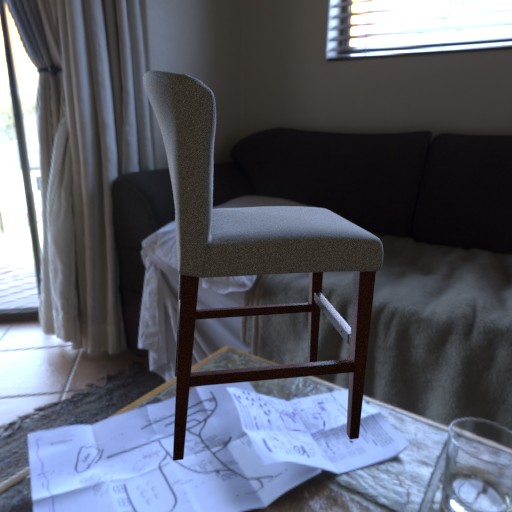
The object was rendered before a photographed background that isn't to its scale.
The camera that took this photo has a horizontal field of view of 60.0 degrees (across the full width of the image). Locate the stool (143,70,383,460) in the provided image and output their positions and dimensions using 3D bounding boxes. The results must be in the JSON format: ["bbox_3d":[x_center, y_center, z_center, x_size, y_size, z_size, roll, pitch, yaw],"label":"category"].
[{"bbox_3d":[0.000,0.000,1.275,0.568,0.968,0.479,-3,16,-9],"label":"stool"}]
